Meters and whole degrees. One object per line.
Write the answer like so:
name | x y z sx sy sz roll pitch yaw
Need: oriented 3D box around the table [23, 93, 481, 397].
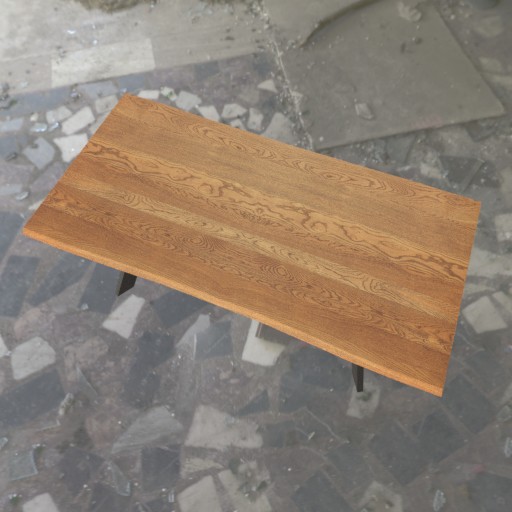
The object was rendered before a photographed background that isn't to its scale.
table | 0.000 0.000 2.246 1.800 0.770 0.900 20 64 10
